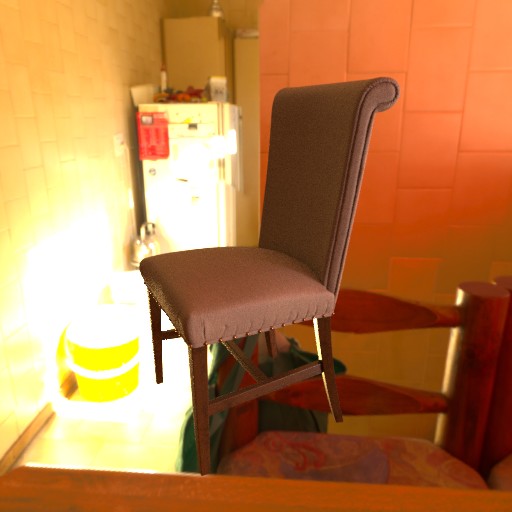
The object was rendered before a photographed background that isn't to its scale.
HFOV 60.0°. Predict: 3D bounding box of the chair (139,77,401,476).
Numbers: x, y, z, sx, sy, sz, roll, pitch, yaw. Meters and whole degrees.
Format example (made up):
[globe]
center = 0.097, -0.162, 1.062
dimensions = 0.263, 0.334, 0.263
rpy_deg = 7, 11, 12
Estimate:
[chair]
center = 0.000, 0.000, 1.334
dimensions = 0.608, 0.988, 0.513
rpy_deg = -8, 19, -25
